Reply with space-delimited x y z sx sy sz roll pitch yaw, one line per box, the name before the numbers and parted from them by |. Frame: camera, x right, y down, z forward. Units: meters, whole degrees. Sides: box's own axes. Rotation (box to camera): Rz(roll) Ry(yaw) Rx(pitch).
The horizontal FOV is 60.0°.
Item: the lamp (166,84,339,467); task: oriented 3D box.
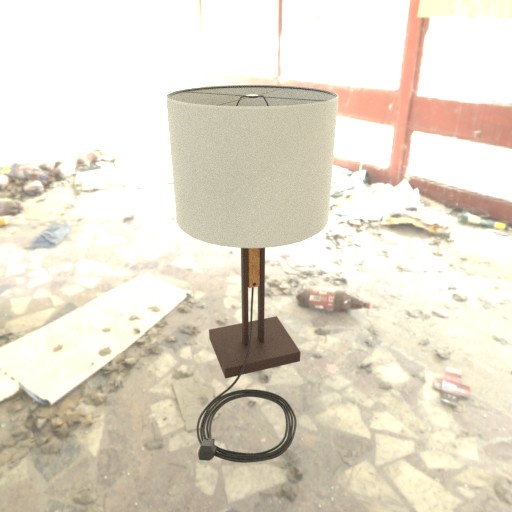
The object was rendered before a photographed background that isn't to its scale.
lamp | 0.000 0.000 0.995 0.396 0.668 0.525 -9 28 -17
